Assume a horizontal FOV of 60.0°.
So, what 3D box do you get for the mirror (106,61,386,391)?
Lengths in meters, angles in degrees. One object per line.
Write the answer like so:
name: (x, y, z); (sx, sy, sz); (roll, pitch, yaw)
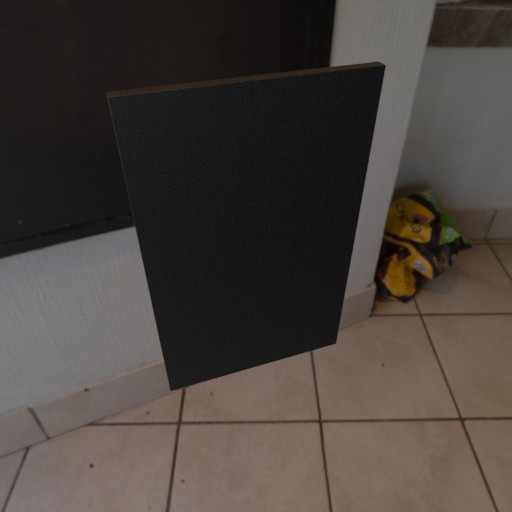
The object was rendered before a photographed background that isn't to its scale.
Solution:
mirror: (0.000, 0.000, 1.556); (0.762, 1.219, 0.038); (-12, 41, -15)
